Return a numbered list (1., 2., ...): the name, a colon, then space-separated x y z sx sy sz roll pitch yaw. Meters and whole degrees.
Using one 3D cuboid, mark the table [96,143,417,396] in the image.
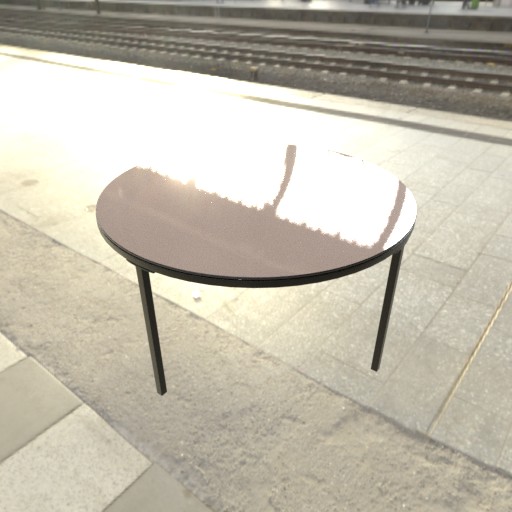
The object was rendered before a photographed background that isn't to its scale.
1. table: 0.000 0.000 1.256 0.800 0.400 0.800 0 32 0
